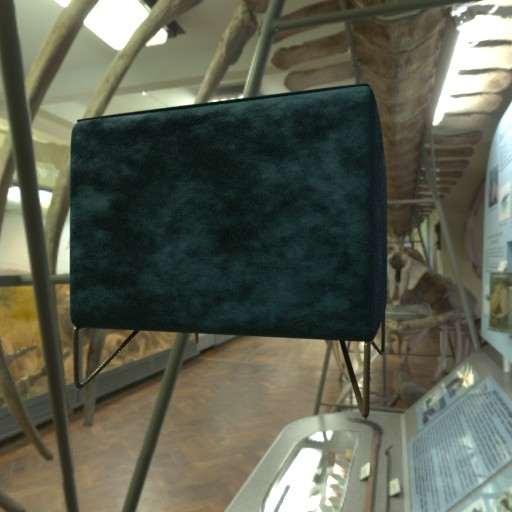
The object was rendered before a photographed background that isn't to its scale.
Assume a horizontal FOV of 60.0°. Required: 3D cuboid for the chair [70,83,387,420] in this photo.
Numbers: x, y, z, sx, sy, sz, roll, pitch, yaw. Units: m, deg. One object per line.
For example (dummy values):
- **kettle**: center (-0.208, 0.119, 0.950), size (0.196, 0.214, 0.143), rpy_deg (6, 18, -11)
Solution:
- **chair**: center (0.000, 0.000, 1.560), size (0.880, 0.790, 0.894), rpy_deg (0, -2, 18)
